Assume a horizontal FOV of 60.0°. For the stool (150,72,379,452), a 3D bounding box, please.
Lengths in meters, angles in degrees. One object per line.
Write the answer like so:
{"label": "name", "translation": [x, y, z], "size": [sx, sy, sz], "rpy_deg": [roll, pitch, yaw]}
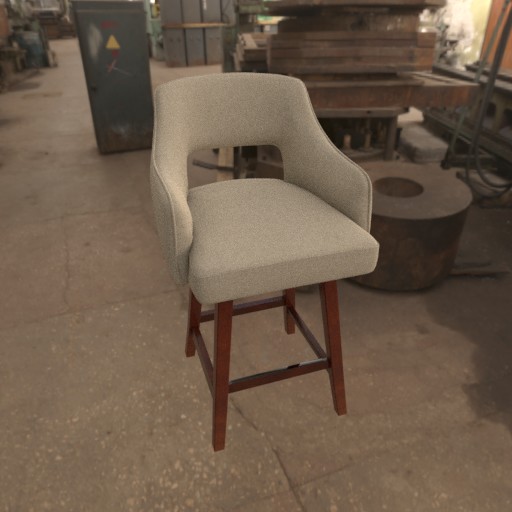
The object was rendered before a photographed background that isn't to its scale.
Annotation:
{"label": "stool", "translation": [0.000, 0.000, 1.299], "size": [0.550, 0.936, 0.560], "rpy_deg": [-10, 31, -16]}
